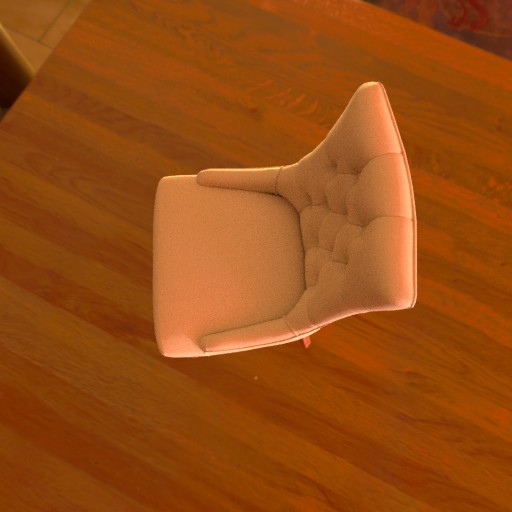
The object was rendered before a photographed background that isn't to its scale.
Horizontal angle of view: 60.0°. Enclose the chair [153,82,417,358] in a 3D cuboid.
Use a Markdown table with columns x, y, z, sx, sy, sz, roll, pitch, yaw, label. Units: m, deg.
| x | y | z | sx | sy | sz | roll | pitch | yaw | label |
| --- | --- | --- | --- | --- | --- | --- | --- | --- | --- |
| 0.000 | 0.000 | 1.201 | 0.565 | 0.874 | 0.509 | -3 | 75 | -1 | chair |
